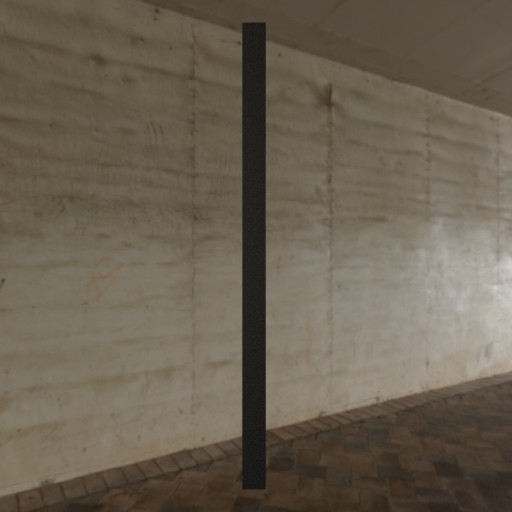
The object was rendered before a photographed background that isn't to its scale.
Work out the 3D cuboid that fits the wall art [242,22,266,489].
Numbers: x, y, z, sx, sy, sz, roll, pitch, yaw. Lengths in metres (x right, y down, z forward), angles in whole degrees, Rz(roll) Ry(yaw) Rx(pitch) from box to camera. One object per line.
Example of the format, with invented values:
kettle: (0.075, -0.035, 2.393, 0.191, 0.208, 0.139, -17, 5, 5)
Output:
wall art: (0.000, 0.000, 0.759, 0.029, 0.559, 0.457, 0, 0, 1)
